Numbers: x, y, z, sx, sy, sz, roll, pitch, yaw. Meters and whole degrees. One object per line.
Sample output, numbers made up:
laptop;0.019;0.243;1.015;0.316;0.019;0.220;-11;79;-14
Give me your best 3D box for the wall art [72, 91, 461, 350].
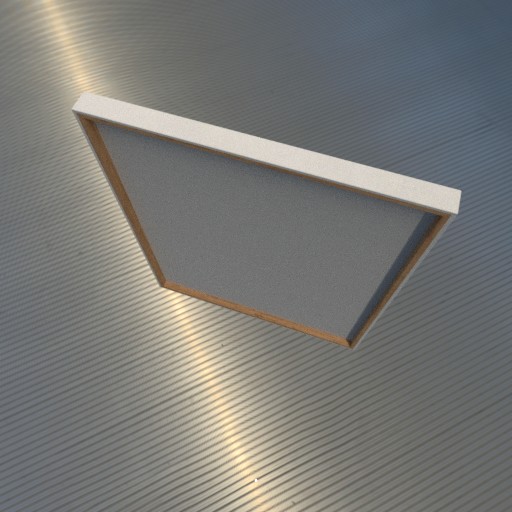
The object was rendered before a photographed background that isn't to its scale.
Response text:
wall art;0.000;0.000;0.830;0.508;0.606;0.037;17;64;8
